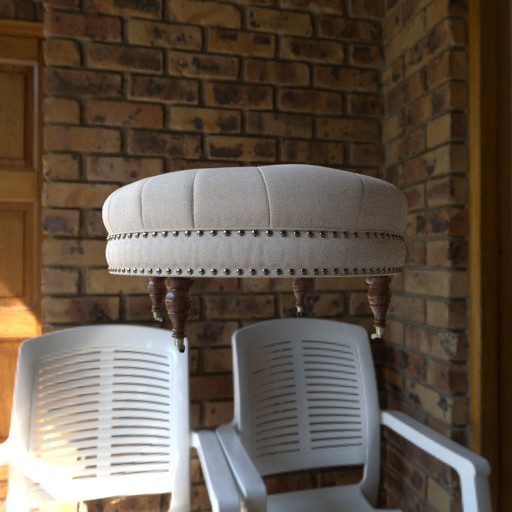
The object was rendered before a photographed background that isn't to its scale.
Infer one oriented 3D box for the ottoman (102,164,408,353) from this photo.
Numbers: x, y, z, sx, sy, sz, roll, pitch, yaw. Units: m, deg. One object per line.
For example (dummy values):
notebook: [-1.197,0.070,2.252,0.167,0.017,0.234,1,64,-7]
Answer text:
ottoman: [0.000,0.000,1.433,0.940,0.483,0.940,0,-1,0]
